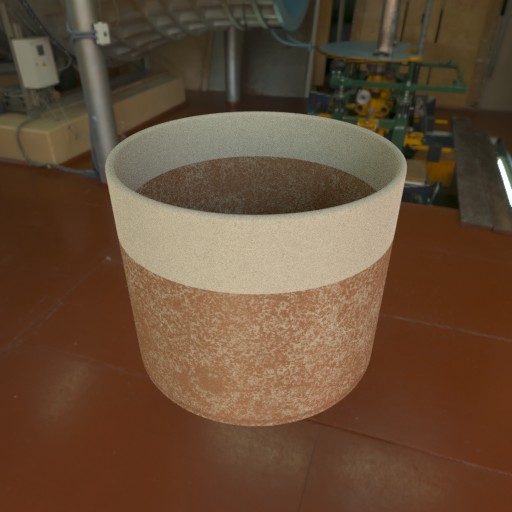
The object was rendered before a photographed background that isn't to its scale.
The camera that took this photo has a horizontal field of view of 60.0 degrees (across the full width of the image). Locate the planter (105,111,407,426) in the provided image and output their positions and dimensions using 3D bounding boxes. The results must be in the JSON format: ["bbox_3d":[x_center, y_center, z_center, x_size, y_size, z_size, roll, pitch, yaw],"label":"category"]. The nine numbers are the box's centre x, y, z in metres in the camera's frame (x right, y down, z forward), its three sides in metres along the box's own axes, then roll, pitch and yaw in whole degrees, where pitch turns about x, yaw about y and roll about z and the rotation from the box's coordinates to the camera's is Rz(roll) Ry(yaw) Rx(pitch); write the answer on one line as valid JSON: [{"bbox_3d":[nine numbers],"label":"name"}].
[{"bbox_3d":[0.000,0.000,0.278,0.159,0.138,0.159,0,33,0],"label":"planter"}]
